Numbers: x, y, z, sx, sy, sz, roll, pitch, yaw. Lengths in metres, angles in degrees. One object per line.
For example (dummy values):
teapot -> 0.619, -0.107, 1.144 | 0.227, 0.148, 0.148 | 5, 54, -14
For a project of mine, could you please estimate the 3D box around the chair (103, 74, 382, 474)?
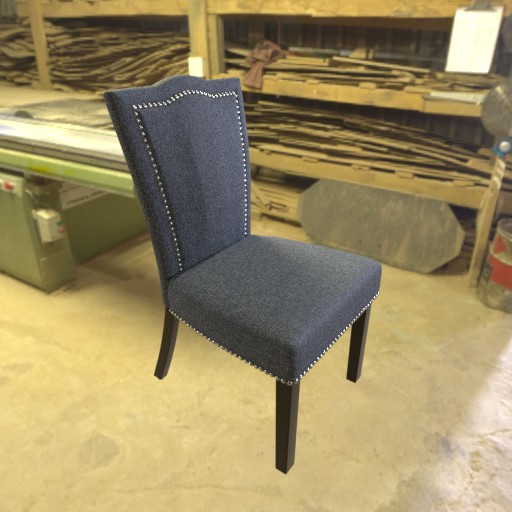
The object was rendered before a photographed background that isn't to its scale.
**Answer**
chair -> 0.000, 0.000, 1.275 | 0.589, 0.946, 0.518 | 18, 31, 32
